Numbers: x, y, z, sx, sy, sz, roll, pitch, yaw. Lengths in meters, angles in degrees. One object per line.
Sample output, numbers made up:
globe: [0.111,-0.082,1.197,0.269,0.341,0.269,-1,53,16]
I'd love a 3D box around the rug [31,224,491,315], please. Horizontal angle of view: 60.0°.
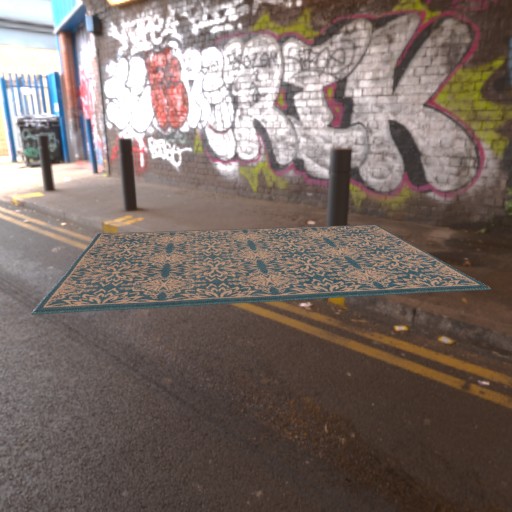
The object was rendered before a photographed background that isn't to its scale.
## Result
rug: [0.000,0.000,2.318,1.833,0.012,1.211,-2,17,-8]
